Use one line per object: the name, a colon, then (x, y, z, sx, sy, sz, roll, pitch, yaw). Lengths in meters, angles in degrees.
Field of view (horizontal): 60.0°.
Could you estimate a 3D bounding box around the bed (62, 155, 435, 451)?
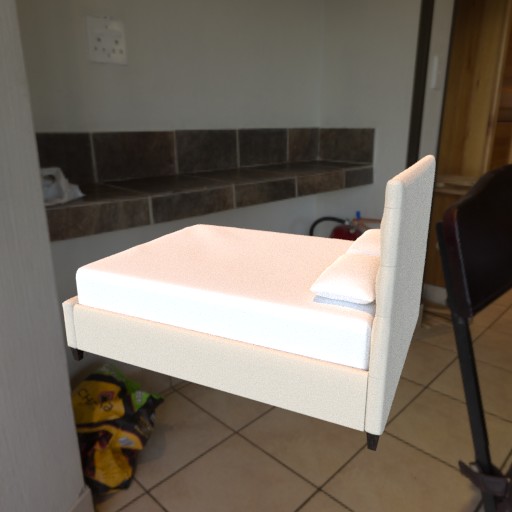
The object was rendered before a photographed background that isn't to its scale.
bed: (0.000, 0.000, 3.286, 2.233, 1.426, 1.696, 8, 18, 24)
